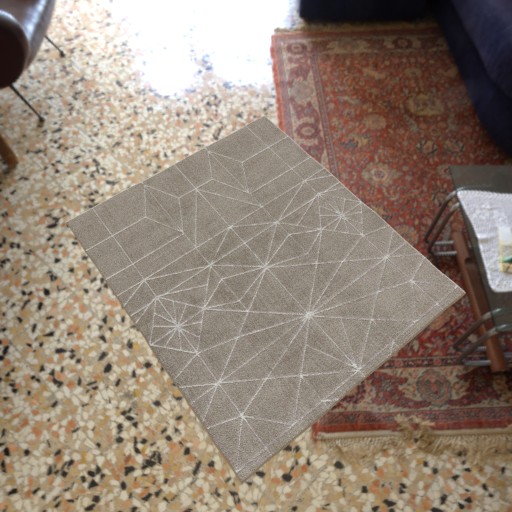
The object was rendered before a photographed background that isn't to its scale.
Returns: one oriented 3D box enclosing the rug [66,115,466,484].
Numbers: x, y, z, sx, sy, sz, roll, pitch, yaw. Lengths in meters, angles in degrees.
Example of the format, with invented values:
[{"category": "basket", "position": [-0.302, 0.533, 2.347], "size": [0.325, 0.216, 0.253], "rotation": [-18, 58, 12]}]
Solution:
[{"category": "rug", "position": [0.000, 0.000, 0.912], "size": [0.548, 0.006, 0.639], "rotation": [-33, 64, -18]}]
